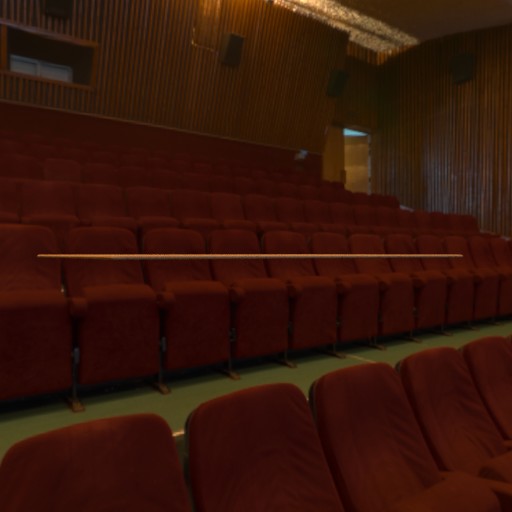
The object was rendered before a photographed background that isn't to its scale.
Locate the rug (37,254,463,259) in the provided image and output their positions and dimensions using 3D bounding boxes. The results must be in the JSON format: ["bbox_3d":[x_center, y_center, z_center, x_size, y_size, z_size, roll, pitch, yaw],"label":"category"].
[{"bbox_3d":[0.000,0.000,2.044,1.668,0.012,1.061,0,0,-36],"label":"rug"}]
